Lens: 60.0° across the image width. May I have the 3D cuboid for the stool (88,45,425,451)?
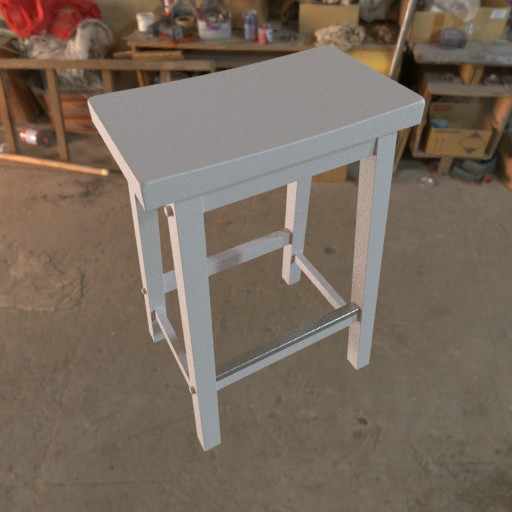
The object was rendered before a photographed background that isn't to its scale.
[{"bbox_3d":[0.000,0.000,0.819,0.406,0.610,0.322,-21,49,-20],"label":"stool"}]
